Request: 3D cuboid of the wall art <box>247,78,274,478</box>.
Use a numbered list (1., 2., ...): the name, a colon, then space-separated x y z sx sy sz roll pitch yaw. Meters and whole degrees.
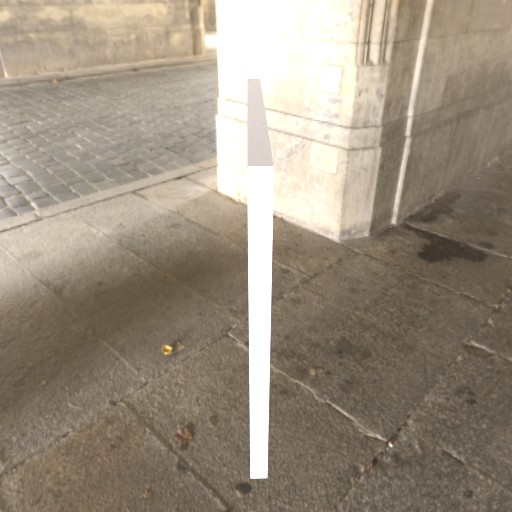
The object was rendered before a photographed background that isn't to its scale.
1. wall art: 0.000 0.000 0.861 0.028 0.559 0.559 -1 31 -1
